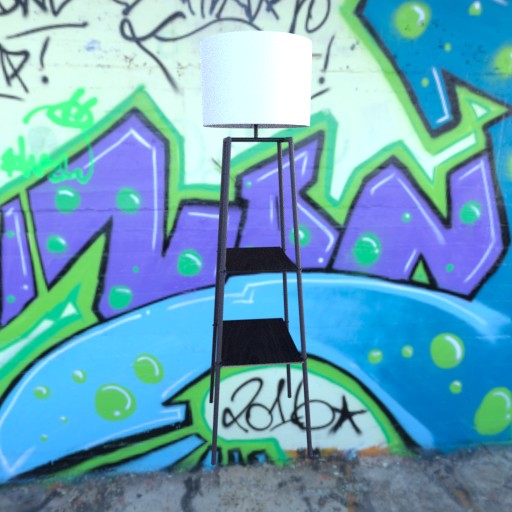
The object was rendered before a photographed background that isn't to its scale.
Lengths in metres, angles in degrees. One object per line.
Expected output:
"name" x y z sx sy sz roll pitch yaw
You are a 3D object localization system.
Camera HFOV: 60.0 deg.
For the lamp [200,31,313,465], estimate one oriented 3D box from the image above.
"lamp" 0.000 0.000 1.677 0.384 1.474 0.427 -2 14 -7
